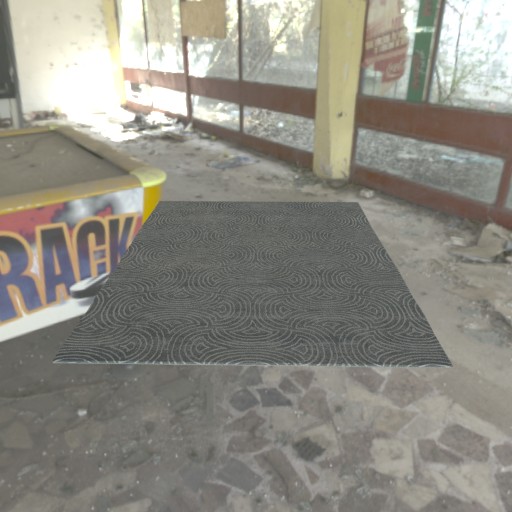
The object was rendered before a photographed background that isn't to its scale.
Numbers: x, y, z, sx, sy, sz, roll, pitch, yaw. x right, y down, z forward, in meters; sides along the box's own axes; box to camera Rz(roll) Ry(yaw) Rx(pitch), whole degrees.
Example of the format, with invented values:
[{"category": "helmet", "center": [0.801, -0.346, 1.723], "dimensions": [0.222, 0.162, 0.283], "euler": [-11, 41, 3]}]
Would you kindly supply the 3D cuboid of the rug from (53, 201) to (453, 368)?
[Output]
[{"category": "rug", "center": [0.000, 0.000, 4.064], "dimensions": [2.456, 0.021, 3.042], "euler": [0, 26, 1]}]
